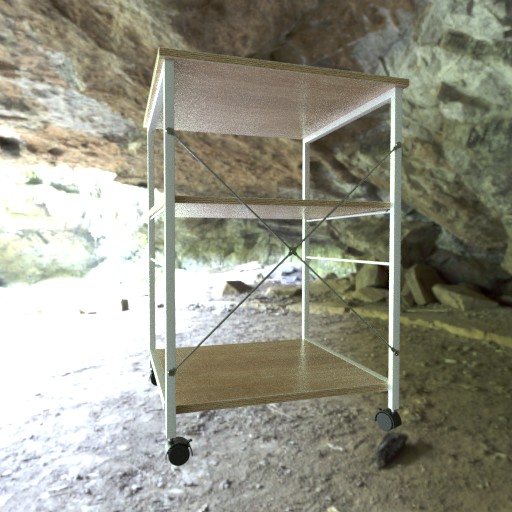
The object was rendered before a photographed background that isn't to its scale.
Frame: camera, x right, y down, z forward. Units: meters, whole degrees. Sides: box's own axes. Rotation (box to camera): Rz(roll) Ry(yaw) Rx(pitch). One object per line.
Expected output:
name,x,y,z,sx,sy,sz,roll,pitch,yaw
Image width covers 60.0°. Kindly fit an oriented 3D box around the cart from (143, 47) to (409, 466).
cart,0.000,0.000,1.122,0.521,0.762,0.520,-1,2,-17
